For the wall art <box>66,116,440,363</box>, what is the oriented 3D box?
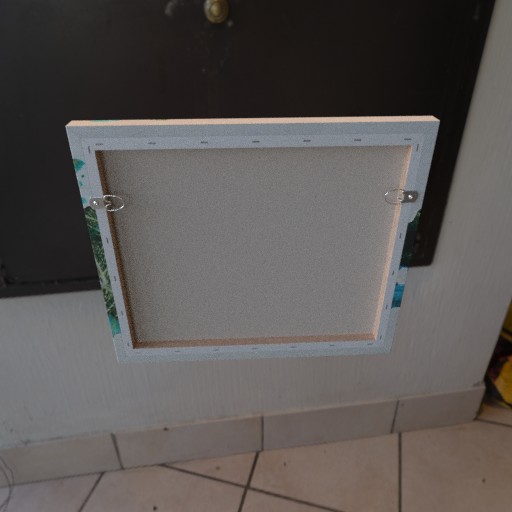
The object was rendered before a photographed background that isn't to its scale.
[{"bbox_3d":[0.000,0.000,1.012,0.711,0.610,0.043,-2,32,-3],"label":"wall art"}]
